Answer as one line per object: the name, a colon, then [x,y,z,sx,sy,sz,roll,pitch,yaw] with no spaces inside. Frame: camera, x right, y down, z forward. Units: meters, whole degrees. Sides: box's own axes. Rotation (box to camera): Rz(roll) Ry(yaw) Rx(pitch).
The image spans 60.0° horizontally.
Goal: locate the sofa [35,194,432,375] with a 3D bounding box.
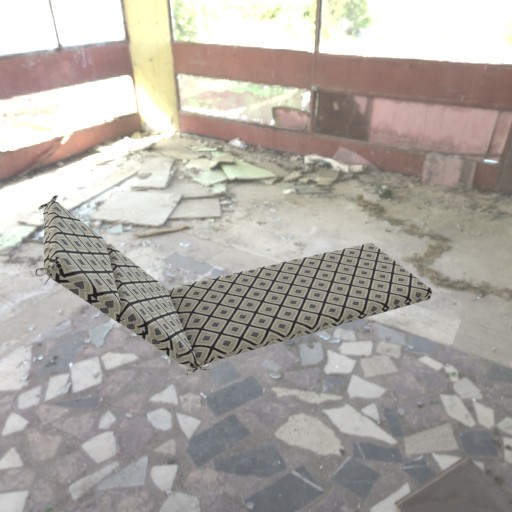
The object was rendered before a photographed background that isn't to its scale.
sofa: [0.000,0.000,1.962,1.663,0.622,0.582,-12,33,-19]
